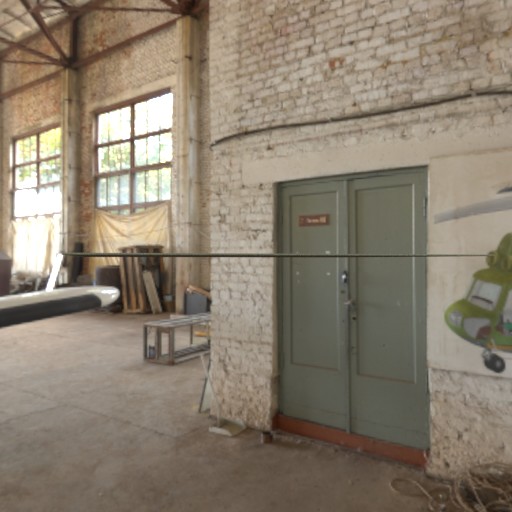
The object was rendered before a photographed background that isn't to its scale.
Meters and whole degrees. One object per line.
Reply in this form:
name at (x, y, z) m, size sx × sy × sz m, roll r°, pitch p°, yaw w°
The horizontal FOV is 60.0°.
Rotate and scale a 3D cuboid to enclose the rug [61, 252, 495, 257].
rug at (0.000, 0.000, 3.953) m, size 2.980 × 0.012 × 2.363 m, roll 0°, pitch 0°, yaw -18°
